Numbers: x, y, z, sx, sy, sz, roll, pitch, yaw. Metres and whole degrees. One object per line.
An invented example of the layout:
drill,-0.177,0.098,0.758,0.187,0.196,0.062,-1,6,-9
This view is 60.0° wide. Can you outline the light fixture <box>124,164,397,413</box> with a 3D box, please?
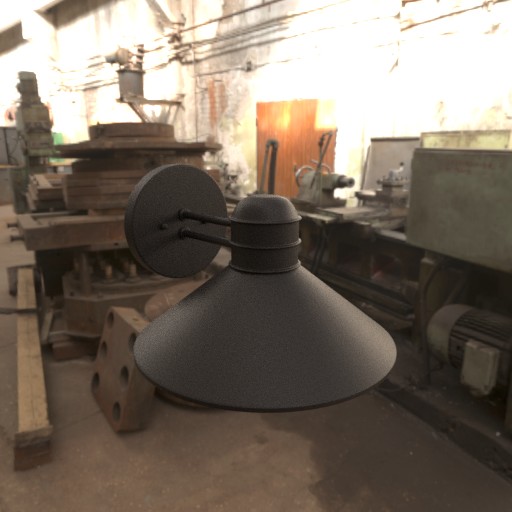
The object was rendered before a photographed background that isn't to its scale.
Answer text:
light fixture,0.000,0.000,0.677,0.396,0.265,0.434,-13,19,-42
